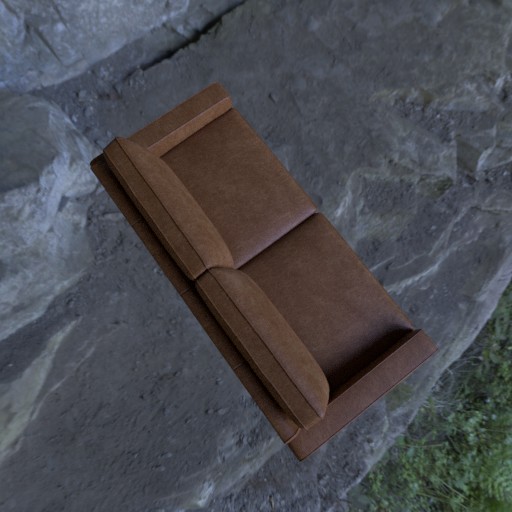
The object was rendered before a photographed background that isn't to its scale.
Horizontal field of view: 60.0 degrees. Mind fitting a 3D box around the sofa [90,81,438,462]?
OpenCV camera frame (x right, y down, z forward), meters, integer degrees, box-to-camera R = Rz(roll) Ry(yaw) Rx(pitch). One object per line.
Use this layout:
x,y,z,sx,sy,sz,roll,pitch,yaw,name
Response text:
0.000,0.000,2.688,0.991,0.928,2.156,-36,79,-8,sofa
